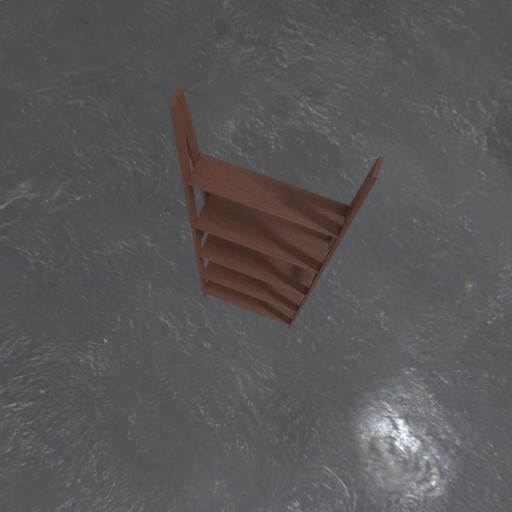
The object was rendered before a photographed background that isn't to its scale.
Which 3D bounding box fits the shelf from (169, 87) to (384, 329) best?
[{"bbox_3d":[0.000,0.000,2.018,0.600,1.770,0.350,20,78,5],"label":"shelf"}]
